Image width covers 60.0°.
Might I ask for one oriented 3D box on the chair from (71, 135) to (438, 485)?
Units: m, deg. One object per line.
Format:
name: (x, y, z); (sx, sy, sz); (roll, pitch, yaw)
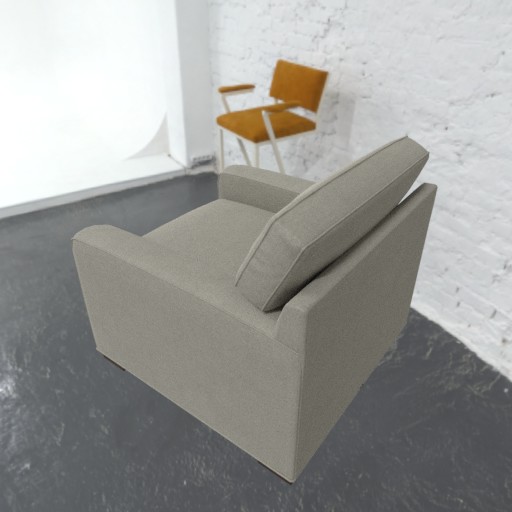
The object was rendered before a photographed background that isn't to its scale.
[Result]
chair: (0.000, 0.000, 1.799); (1.044, 0.934, 0.999); (22, 38, 31)
